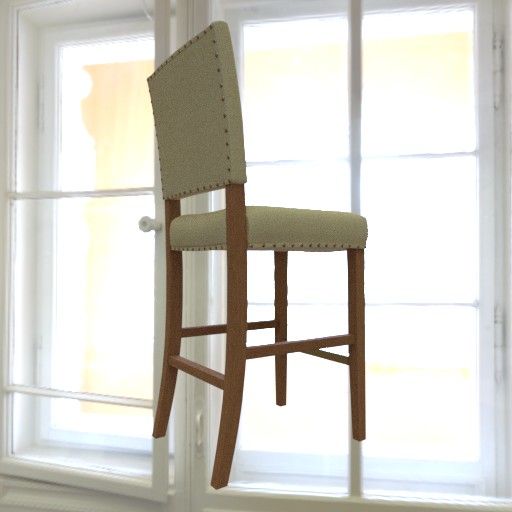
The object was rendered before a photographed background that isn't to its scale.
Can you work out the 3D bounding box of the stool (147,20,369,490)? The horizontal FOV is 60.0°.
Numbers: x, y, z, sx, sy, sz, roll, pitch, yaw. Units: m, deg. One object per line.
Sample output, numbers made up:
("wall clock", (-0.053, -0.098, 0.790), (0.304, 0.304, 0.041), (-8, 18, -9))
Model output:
("stool", (0.000, 0.000, 1.420), (0.584, 1.168, 0.445), (0, 0, -36))
